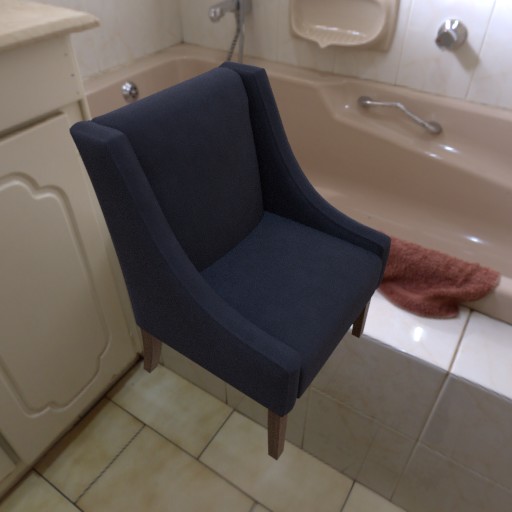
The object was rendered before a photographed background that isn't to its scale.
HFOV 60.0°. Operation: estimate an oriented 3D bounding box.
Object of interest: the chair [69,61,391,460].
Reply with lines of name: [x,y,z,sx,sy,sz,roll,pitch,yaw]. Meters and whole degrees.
chair: [0.000,0.000,1.333,0.629,0.895,0.629,24,46,26]
